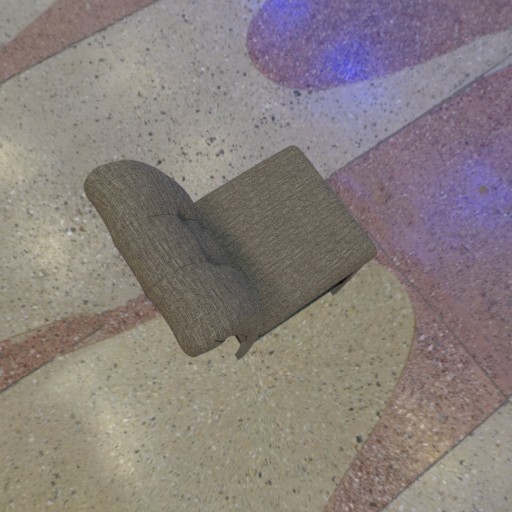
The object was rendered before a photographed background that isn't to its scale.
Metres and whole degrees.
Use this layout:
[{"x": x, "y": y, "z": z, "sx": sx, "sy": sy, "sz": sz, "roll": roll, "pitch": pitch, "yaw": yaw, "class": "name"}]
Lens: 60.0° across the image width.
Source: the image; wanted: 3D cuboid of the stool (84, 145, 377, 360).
[{"x": 0.000, "y": 0.000, "z": 1.437, "sx": 0.613, "sy": 1.131, "sz": 0.452, "roll": -33, "pitch": 77, "yaw": -9, "class": "stool"}]
